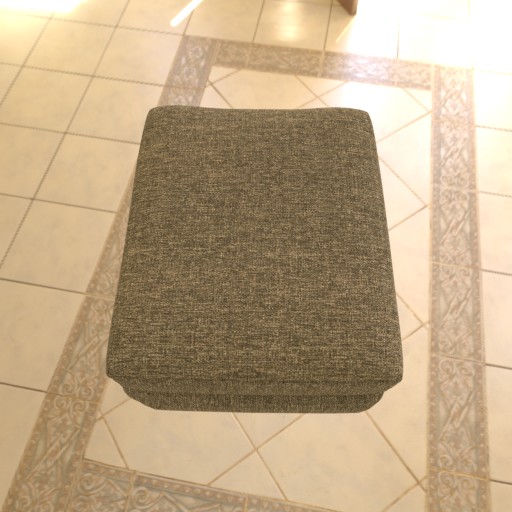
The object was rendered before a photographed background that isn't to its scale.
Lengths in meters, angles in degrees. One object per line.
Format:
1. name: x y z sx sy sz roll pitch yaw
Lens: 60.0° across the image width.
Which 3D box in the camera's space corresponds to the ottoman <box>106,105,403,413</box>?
1. ottoman: 0.000 0.000 1.255 0.683 0.480 0.828 1 64 0
